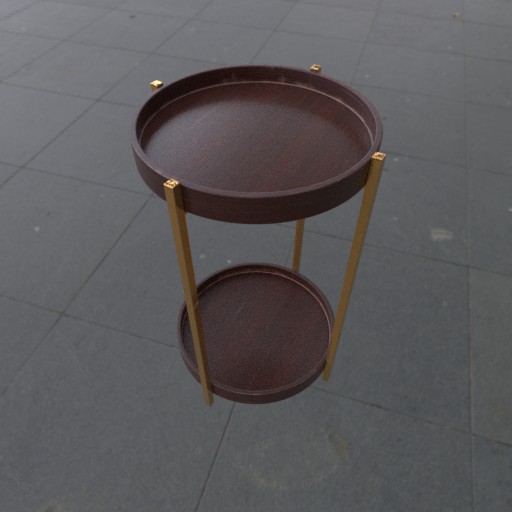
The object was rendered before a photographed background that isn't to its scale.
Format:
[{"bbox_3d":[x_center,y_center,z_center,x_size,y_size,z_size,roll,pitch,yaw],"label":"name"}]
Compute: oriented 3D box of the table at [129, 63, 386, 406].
[{"bbox_3d":[0.000,0.000,0.877,0.400,0.610,0.400,25,52,22],"label":"table"}]
